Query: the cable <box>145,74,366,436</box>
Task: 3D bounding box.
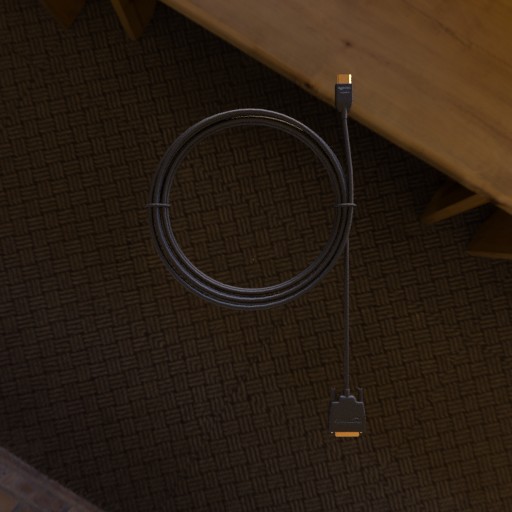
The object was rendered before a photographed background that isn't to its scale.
[{"bbox_3d":[0.000,0.000,0.516,0.257,0.030,0.422,0,90,0],"label":"cable"}]
